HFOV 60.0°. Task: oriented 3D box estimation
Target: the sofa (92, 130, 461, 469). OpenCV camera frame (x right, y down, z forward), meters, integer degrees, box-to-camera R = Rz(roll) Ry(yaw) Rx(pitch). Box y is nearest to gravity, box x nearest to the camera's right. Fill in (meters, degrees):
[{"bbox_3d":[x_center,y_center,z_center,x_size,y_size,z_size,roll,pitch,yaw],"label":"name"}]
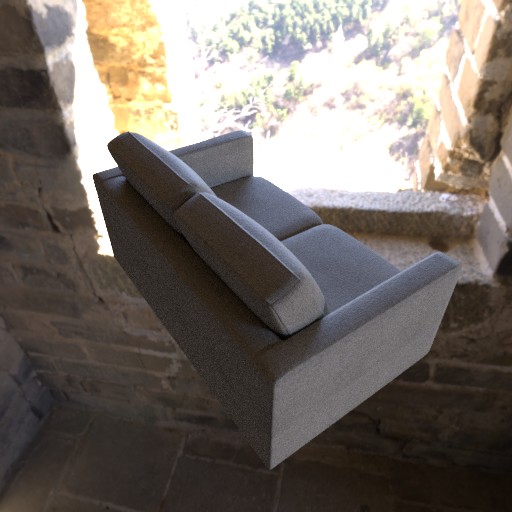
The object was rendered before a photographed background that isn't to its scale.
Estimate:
[{"bbox_3d":[0.000,0.000,2.150,0.969,0.973,1.527,-25,46,-26],"label":"sofa"}]
